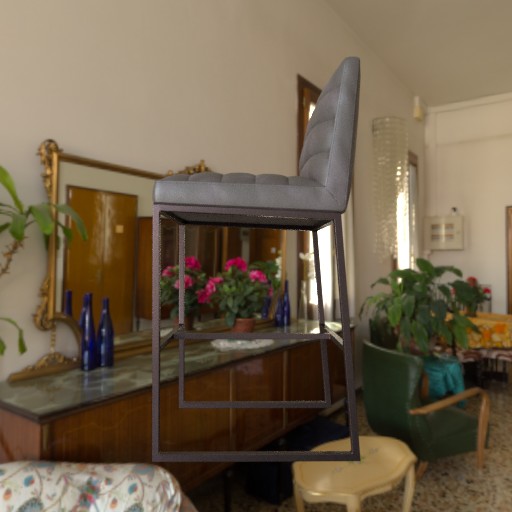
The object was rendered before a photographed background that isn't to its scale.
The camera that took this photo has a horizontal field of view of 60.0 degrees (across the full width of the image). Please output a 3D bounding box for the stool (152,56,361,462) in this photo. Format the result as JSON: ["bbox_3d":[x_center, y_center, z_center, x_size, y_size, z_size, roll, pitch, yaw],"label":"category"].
[{"bbox_3d":[0.000,0.000,1.367,0.562,1.065,0.463,0,-1,-1],"label":"stool"}]
